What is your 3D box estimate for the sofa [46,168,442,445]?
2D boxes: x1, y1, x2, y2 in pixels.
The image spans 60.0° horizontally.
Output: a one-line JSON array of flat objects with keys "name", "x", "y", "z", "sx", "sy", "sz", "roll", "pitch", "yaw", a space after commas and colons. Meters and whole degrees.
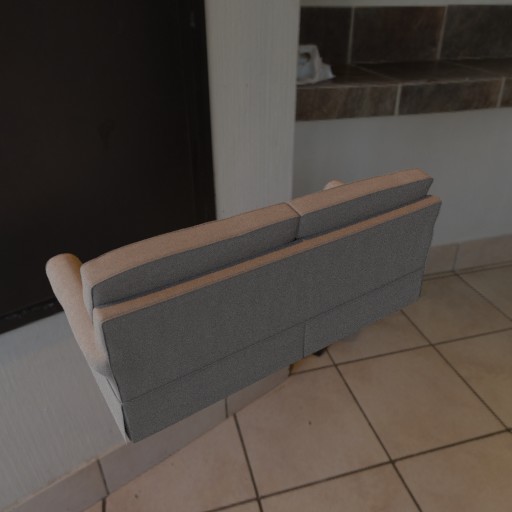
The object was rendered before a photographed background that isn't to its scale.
[{"name": "sofa", "x": 0.000, "y": 0.000, "z": 2.718, "sx": 2.248, "sy": 0.943, "sz": 0.991, "roll": -19, "pitch": 35, "yaw": -29}]
